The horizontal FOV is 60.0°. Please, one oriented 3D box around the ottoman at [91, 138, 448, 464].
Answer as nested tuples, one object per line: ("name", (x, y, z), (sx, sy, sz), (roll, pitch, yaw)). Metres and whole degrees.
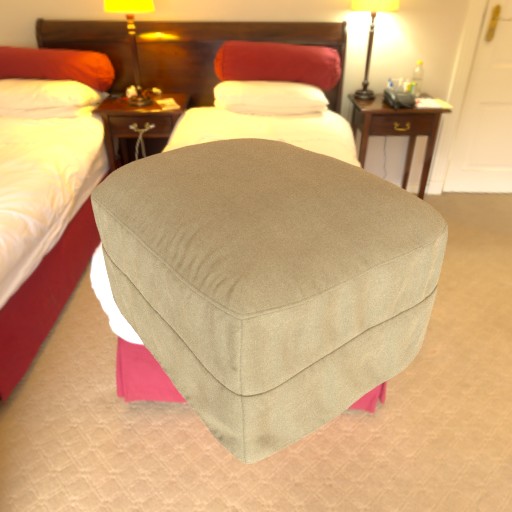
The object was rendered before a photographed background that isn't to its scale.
("ottoman", (0.000, 0.000, 1.078), (0.584, 0.480, 0.712), (-21, 38, -30))
